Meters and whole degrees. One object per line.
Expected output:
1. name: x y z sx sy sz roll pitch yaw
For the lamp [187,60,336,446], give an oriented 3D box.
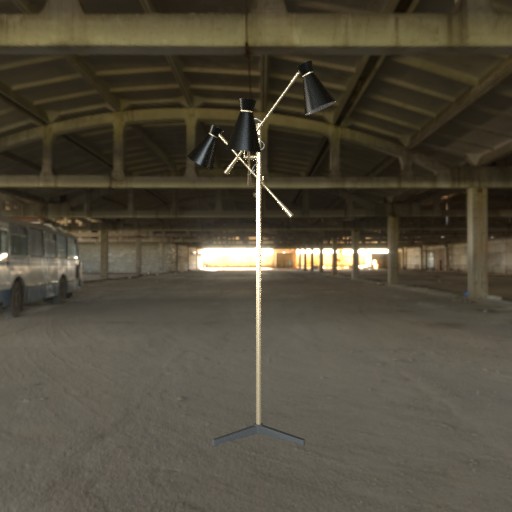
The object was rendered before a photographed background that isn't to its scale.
1. lamp: 0.000 0.000 2.160 0.750 1.804 0.653 0 -1 0
